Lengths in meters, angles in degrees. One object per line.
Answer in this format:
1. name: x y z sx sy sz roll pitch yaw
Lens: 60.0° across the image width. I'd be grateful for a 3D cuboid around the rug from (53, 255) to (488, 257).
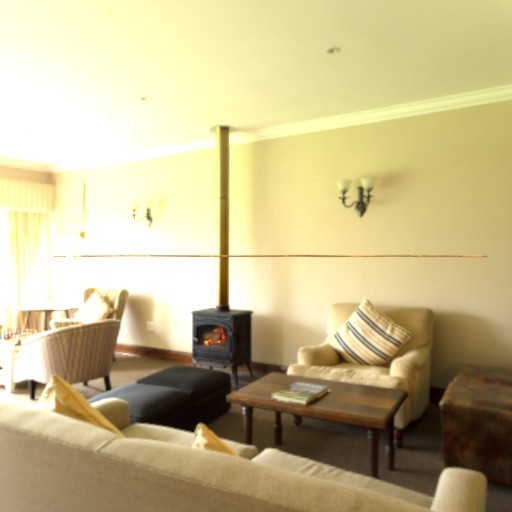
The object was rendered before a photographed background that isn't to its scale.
1. rug: 0.000 0.000 2.750 2.135 0.013 1.524 0 0 -18
